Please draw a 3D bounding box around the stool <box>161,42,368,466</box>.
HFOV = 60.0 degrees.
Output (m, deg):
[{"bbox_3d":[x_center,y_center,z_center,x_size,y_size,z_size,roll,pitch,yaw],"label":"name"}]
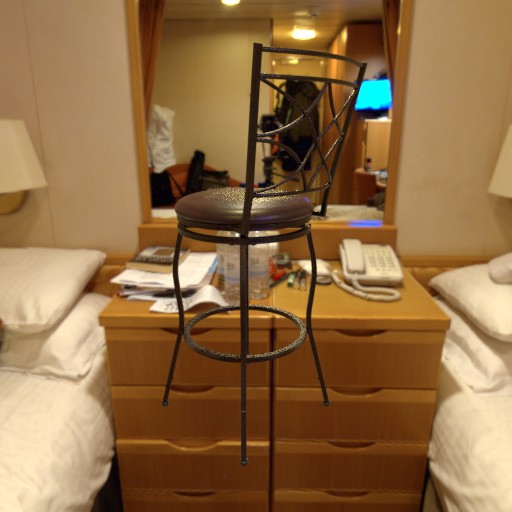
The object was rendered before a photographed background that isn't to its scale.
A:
[{"bbox_3d":[0.000,0.000,1.383,0.534,1.117,0.434,16,22,43],"label":"stool"}]
